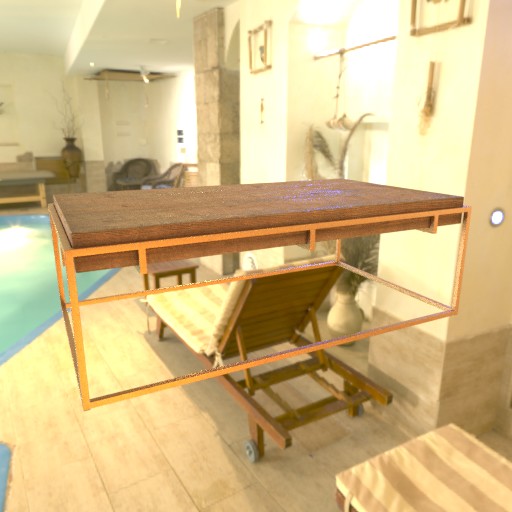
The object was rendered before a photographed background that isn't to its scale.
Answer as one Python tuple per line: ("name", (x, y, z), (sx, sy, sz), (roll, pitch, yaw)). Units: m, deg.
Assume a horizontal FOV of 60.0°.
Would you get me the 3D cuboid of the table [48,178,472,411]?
("table", (0.000, 0.000, 1.712), (1.387, 0.468, 0.775), (-8, 17, -26))
